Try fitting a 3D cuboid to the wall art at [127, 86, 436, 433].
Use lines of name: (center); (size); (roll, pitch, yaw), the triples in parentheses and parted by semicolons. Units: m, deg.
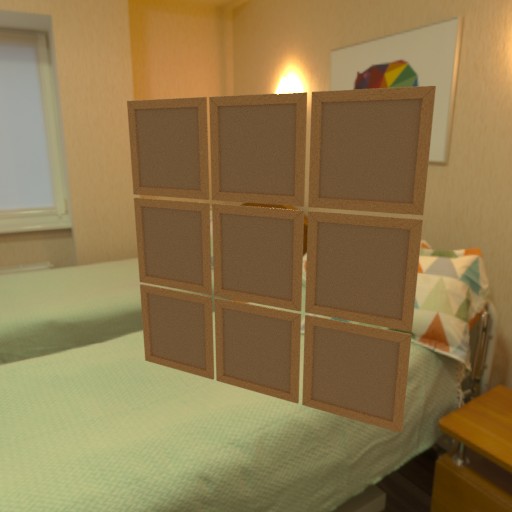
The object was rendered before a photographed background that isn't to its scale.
wall art: (0.000, 0.000, 2.195); (1.519, 1.507, 0.014); (7, 17, 26)
